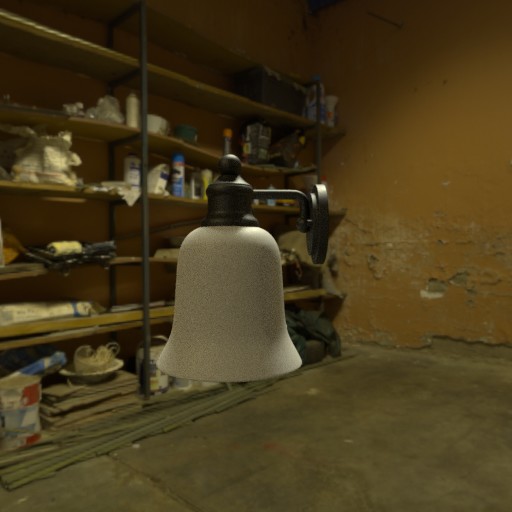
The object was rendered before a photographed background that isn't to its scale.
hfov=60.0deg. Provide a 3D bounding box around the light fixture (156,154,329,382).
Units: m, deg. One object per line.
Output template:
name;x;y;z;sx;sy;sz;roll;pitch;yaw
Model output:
light fixture;0.000;0.000;0.659;0.198;0.211;0.570;0;0;0
